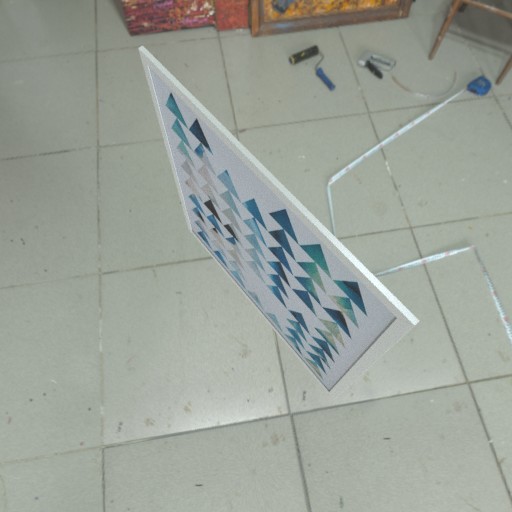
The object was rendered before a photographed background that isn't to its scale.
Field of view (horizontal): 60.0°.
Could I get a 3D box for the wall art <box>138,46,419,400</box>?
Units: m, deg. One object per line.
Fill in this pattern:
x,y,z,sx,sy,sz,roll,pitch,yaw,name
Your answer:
0.000,0.000,0.676,0.007,0.456,0.456,-36,69,-16,wall art
